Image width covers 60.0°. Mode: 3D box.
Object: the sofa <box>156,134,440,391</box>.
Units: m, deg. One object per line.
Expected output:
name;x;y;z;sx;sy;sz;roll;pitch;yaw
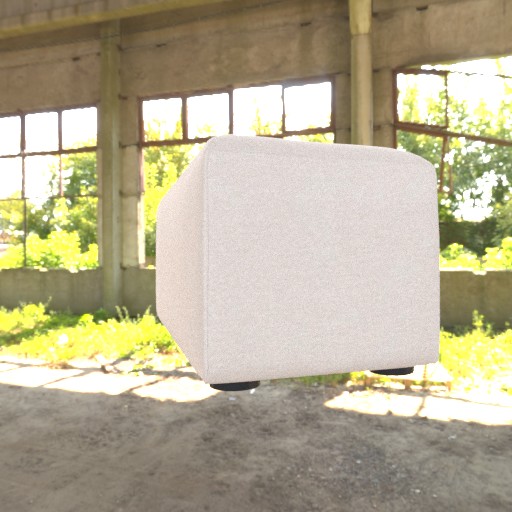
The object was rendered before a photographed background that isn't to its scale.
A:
sofa;0.000;0.000;1.227;0.480;0.470;0.930;0;0;-18
